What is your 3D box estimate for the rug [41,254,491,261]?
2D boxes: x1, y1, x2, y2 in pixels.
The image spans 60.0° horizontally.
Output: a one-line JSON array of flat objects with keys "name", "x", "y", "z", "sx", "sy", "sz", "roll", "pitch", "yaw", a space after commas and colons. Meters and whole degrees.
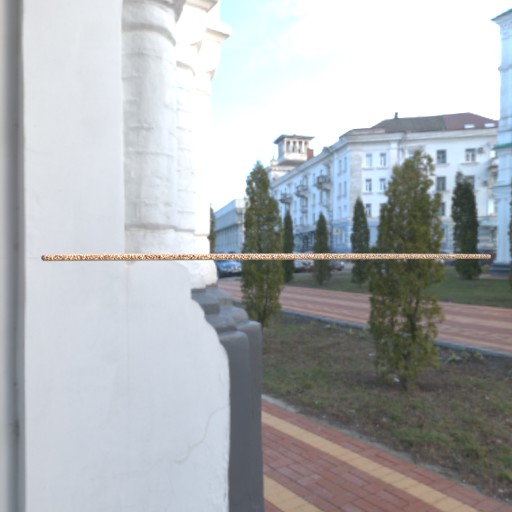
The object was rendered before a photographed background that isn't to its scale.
[{"name": "rug", "x": 0.000, "y": 0.000, "z": 3.378, "sx": 2.743, "sy": 0.030, "sz": 1.778, "roll": 0, "pitch": 0, "yaw": -18}]
